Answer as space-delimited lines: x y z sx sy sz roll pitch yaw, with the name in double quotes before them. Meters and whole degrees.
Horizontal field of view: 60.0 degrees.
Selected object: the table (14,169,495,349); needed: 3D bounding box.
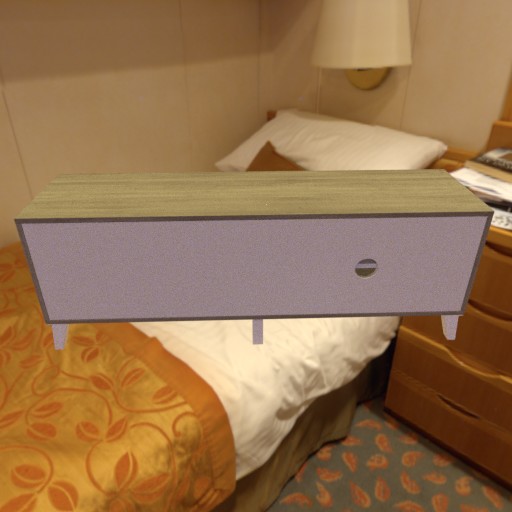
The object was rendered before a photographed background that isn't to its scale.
"table" 0.000 0.000 1.687 1.500 0.530 0.400 -1 30 -2
